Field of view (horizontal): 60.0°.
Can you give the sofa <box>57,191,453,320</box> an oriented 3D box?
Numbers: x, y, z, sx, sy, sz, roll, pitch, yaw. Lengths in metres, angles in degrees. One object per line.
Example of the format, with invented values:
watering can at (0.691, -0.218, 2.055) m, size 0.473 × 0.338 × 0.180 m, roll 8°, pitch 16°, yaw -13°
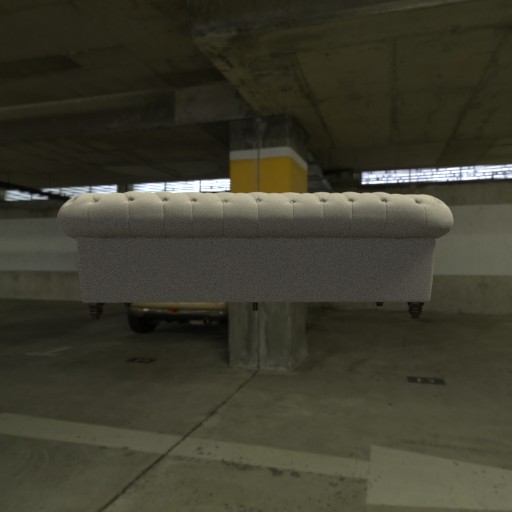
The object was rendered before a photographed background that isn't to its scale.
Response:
sofa at (0.000, 0.000, 2.898) m, size 2.411 × 0.749 × 0.991 m, roll 0°, pitch 0°, yaw -1°
